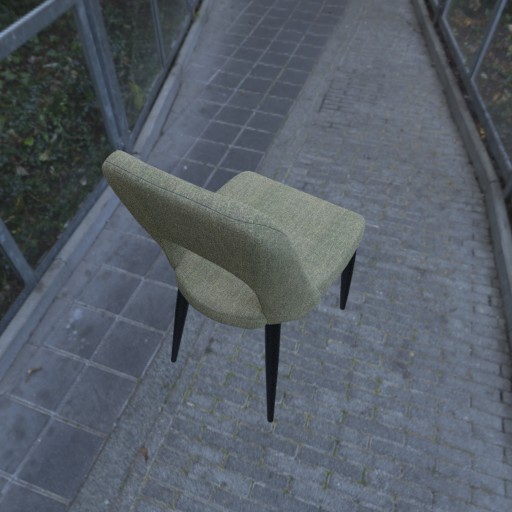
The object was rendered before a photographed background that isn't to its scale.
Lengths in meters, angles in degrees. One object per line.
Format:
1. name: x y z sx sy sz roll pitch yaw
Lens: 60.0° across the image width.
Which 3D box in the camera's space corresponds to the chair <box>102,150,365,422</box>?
1. chair: 0.000 0.000 1.274 0.470 0.931 0.612 26 53 21
